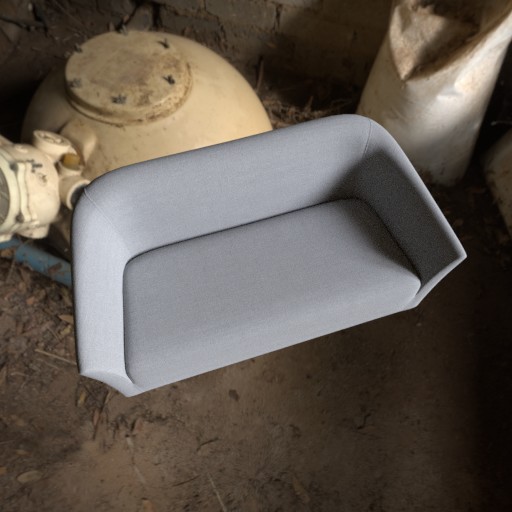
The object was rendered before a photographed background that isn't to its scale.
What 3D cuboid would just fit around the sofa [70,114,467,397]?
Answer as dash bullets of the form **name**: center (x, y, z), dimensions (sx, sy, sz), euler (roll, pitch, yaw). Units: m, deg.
- **sofa**: center (0.000, 0.000, 1.899), dimensions (1.452, 0.721, 0.705), euler (-16, 65, -8)
